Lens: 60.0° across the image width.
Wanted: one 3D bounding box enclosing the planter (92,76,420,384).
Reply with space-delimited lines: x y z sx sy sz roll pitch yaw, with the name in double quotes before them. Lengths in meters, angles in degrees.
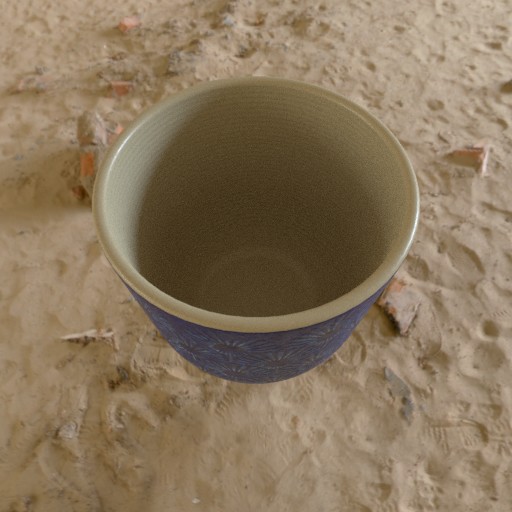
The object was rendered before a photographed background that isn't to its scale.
"planter" 0.000 0.000 0.362 0.206 0.190 0.206 0 59 0
